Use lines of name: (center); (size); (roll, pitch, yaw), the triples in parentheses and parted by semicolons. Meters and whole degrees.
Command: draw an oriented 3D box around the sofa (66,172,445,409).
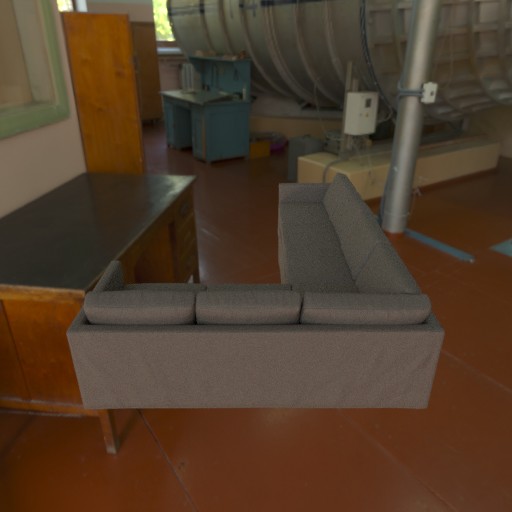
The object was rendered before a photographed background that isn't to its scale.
sofa: (0.000, 0.000, 4.329); (2.432, 0.871, 3.182); (0, 26, 0)
